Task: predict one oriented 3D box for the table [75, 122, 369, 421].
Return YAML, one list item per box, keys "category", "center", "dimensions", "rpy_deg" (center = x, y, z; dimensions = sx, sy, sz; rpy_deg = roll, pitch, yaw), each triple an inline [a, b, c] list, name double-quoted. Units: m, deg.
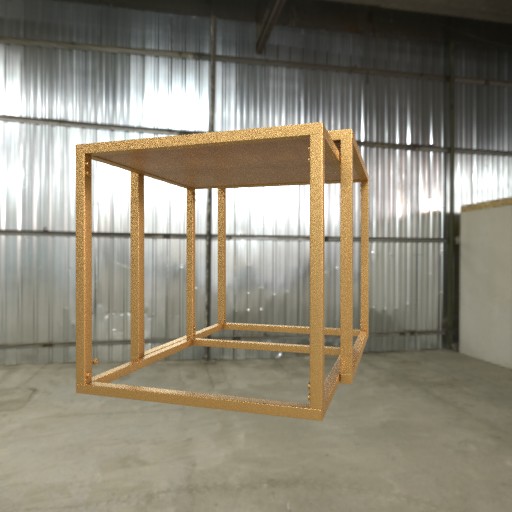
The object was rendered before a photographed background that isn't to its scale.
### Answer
- category: "table"
  center: [0.000, 0.000, 1.107]
  dimensions: [0.505, 0.505, 0.762]
  rpy_deg: [0, 0, 17]
